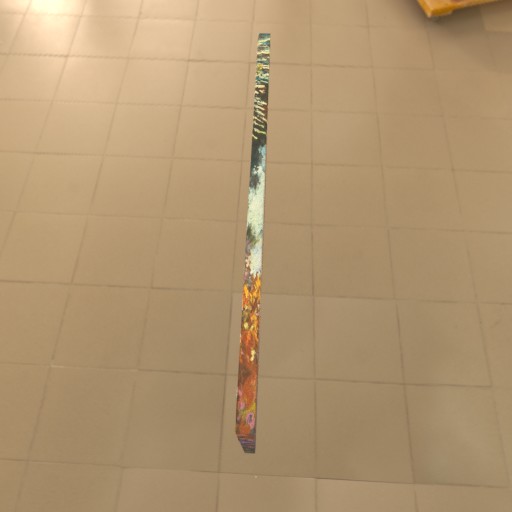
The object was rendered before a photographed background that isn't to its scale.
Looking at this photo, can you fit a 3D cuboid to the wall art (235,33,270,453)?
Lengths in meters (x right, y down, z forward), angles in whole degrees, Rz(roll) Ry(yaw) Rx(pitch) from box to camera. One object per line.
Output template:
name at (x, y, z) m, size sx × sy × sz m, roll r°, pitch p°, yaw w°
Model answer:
wall art at (0.000, 0.000, 1.434) m, size 0.042 × 0.760 × 1.136 m, roll 2°, pitch 64°, yaw 1°
